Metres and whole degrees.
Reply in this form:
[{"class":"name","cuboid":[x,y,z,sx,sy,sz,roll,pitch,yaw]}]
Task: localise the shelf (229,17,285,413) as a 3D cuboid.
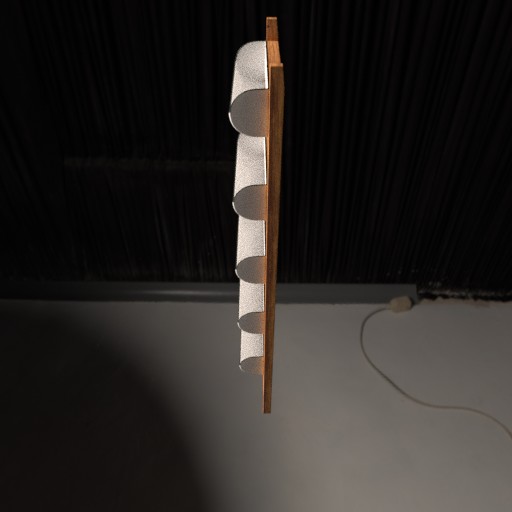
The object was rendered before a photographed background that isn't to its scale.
[{"class":"shelf","cuboid":[0.000,0.000,1.751,0.141,1.600,0.454,0,41,0]}]
